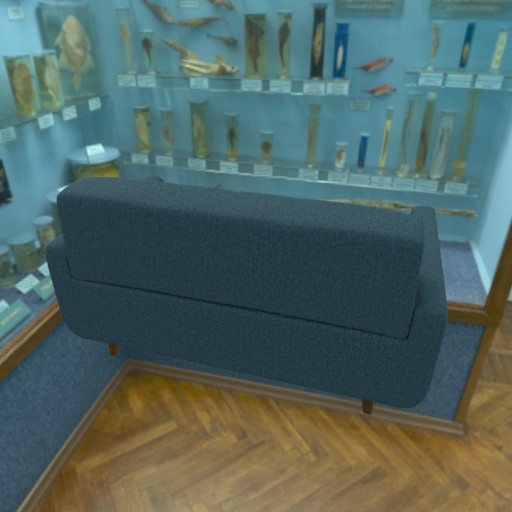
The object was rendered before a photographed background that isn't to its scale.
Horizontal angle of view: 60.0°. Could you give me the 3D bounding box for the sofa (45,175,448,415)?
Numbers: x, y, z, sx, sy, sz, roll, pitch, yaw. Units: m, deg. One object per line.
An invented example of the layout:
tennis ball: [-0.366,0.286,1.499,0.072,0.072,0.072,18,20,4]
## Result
sofa: [0.000,0.000,2.162,1.651,0.896,0.942,9,31,14]
